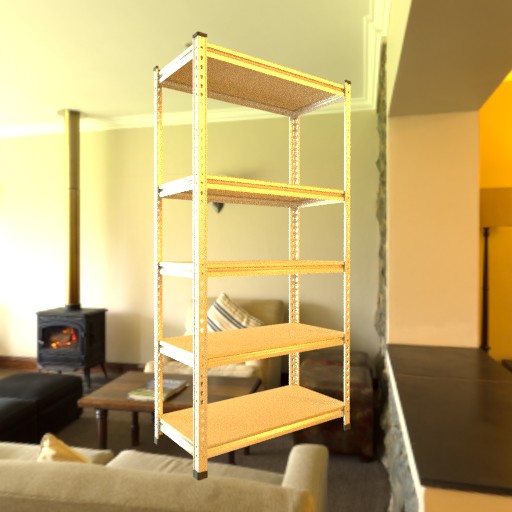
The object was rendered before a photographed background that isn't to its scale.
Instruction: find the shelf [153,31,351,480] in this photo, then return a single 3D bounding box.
[{"bbox_3d":[0.000,0.000,2.253,0.914,1.829,0.457,0,1,-36],"label":"shelf"}]
